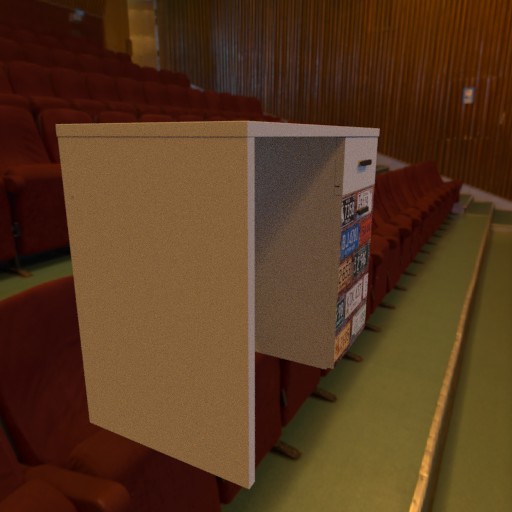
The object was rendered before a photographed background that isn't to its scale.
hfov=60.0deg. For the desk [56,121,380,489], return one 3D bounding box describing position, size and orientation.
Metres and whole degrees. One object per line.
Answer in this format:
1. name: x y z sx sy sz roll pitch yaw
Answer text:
1. desk: 0.000 0.000 1.306 0.482 0.730 0.898 8 17 27
